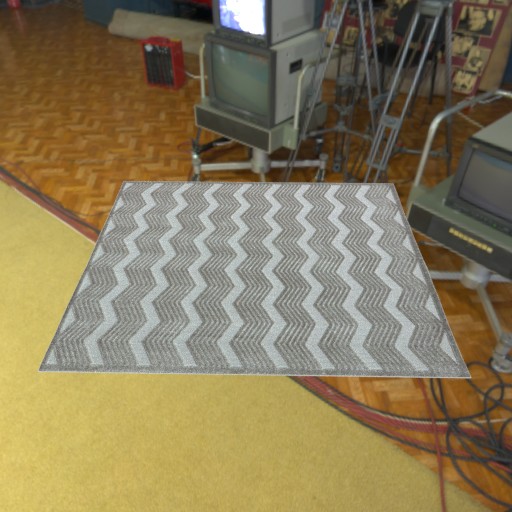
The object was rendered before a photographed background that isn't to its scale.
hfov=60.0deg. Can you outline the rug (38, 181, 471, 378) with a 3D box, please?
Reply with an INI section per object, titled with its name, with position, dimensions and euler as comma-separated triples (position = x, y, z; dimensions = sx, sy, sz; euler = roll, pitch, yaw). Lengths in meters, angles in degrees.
[rug]
position = 0.000, 0.000, 3.835
dimensions = 2.880, 0.005, 2.391
euler = 1, 41, 1
